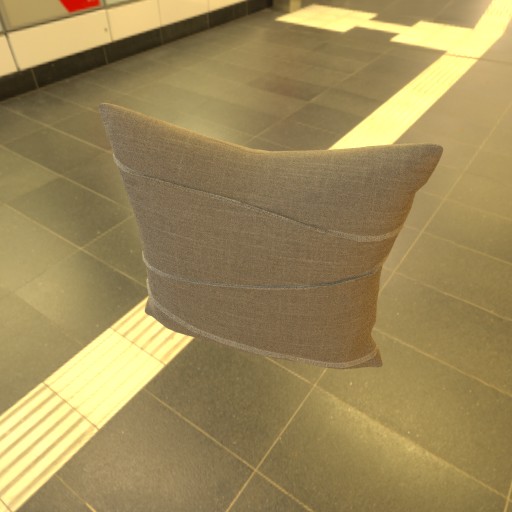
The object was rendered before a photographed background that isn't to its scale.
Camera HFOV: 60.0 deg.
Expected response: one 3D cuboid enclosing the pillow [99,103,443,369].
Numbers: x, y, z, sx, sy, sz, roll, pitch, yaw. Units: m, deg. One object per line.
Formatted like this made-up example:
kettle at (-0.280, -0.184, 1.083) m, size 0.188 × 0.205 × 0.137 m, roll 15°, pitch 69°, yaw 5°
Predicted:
pillow at (0.000, 0.000, 0.635) m, size 0.424 × 0.400 × 0.169 m, roll 11°, pitch 42°, yaw 12°
